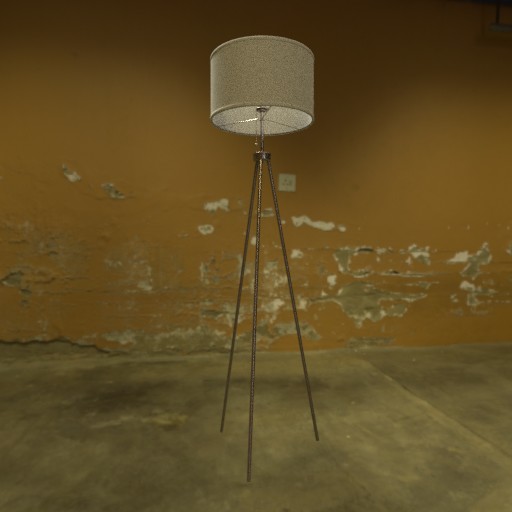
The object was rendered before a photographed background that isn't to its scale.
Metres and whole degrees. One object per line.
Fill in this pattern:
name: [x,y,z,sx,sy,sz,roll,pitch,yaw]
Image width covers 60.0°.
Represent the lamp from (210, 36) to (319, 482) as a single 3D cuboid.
lamp: [0.000,0.000,1.767,0.458,1.545,0.448,0,1,37]
